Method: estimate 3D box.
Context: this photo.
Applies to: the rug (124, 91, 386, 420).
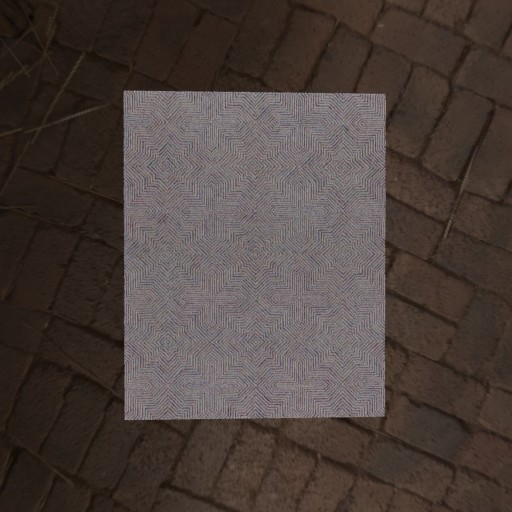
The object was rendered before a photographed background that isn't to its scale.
[{"bbox_3d":[0.000,0.000,4.144,2.442,0.008,3.046,0,91,-2],"label":"rug"}]
